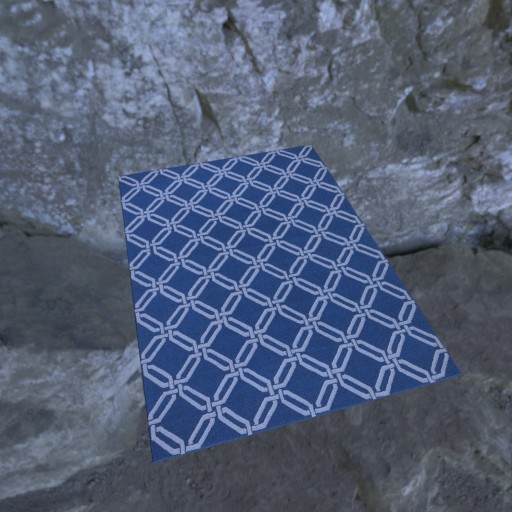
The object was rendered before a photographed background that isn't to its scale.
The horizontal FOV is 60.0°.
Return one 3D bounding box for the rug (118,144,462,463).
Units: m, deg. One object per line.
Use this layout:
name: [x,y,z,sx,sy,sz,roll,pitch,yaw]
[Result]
rug: [0.000,0.000,4.359,2.432,0.018,3.342,-12,48,-11]
